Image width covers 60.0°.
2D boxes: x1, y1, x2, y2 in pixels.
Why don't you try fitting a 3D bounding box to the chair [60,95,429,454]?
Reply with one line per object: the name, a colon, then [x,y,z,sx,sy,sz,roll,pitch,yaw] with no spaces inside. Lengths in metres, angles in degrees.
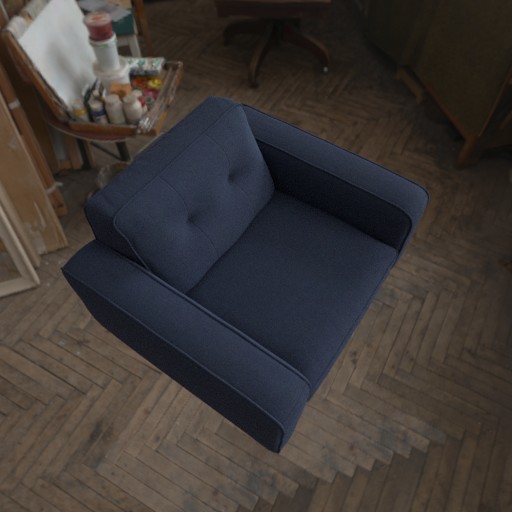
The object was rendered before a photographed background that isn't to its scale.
chair: [0.000,0.000,1.791,0.953,0.783,1.118,30,62,18]
